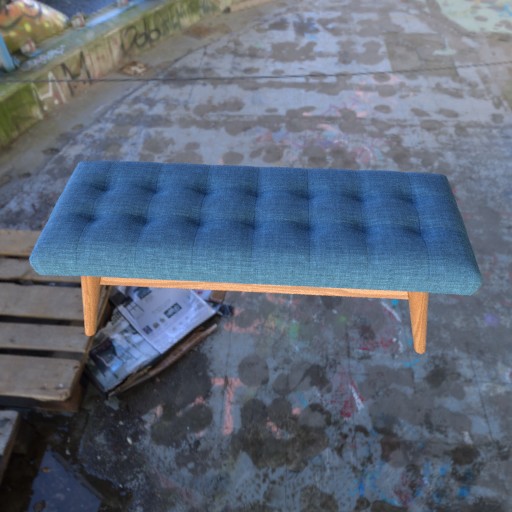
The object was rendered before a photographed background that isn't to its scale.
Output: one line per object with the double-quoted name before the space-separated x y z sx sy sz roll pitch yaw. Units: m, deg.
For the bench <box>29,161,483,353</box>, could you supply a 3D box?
"bench" 0.000 0.000 1.339 1.118 0.432 0.406 3 49 2
